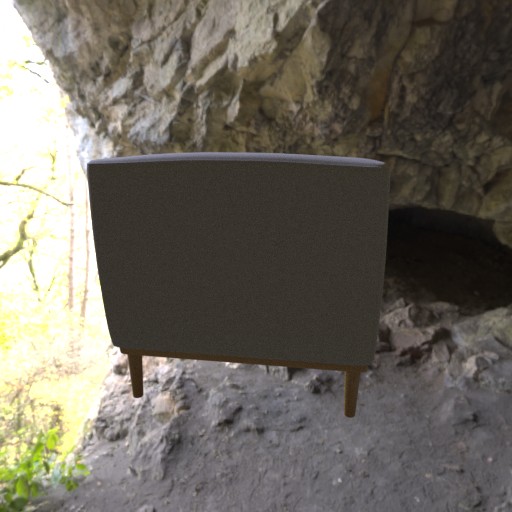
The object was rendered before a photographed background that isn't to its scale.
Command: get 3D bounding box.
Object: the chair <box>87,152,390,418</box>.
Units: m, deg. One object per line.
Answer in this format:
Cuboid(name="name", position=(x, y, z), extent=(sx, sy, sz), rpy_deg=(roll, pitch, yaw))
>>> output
Cuboid(name="chair", position=(0.000, 0.000, 1.684), extent=(0.946, 0.818, 0.951), rpy_deg=(2, 17, 8))
